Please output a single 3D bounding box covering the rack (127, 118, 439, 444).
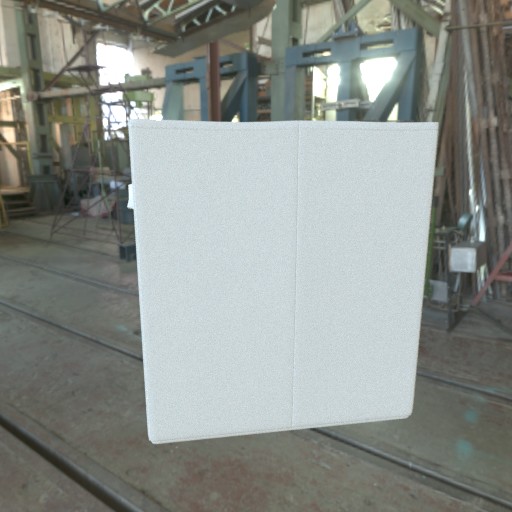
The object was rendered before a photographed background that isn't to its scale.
[{"bbox_3d":[0.000,0.000,0.506,0.270,0.280,0.270,-2,14,-9],"label":"rack"}]
